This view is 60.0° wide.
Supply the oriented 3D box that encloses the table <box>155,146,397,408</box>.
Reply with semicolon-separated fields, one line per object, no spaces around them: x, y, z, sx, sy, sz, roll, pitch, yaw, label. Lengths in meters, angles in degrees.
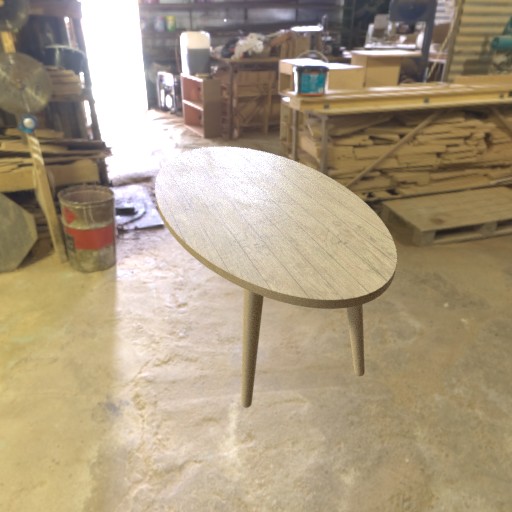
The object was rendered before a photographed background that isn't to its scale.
0.000;0.000;1.341;0.542;0.390;1.083;-10;30;-17;table
